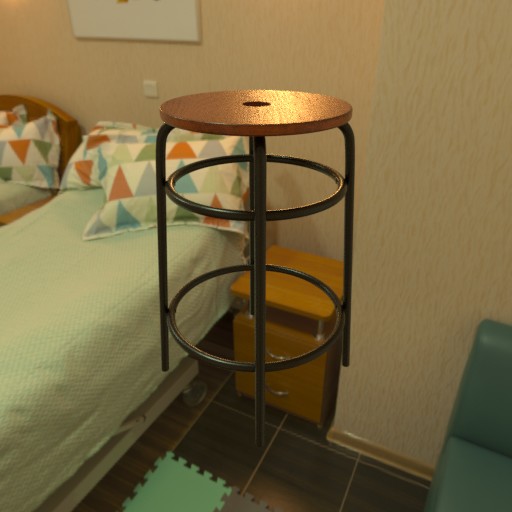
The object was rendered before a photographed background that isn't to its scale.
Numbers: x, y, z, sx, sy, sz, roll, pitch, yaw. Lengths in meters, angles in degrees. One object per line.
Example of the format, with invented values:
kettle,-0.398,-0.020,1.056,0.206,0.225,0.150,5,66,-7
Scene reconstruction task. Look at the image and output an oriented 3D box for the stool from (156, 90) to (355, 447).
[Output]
stool,0.000,0.000,0.926,0.455,0.610,0.455,-1,29,-2
